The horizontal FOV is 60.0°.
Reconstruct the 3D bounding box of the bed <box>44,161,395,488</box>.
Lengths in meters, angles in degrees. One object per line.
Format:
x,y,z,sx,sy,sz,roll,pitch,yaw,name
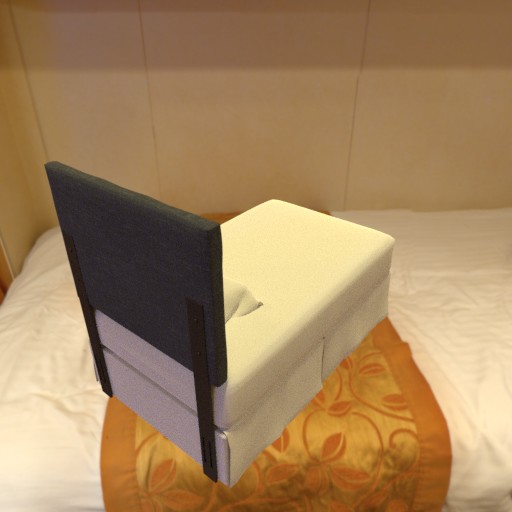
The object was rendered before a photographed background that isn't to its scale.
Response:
0.000,0.000,2.943,1.261,1.571,1.997,22,38,32,bed
